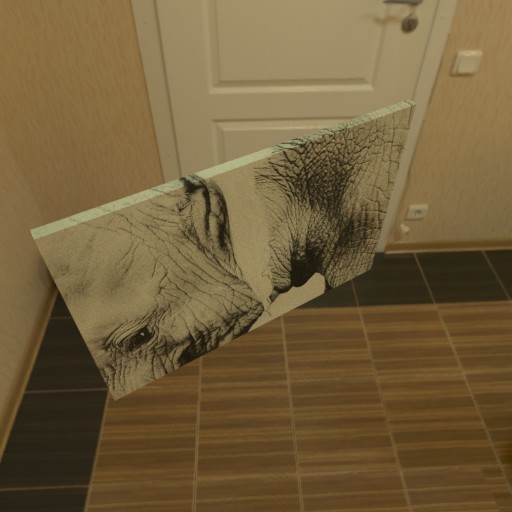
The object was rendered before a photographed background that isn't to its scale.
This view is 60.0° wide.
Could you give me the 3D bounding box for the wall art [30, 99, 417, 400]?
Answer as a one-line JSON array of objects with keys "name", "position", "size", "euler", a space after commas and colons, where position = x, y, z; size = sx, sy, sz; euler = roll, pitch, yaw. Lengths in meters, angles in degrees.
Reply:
[{"name": "wall art", "position": [0.000, 0.000, 1.439], "size": [1.141, 0.758, 0.035], "euler": [-24, 51, -21]}]
